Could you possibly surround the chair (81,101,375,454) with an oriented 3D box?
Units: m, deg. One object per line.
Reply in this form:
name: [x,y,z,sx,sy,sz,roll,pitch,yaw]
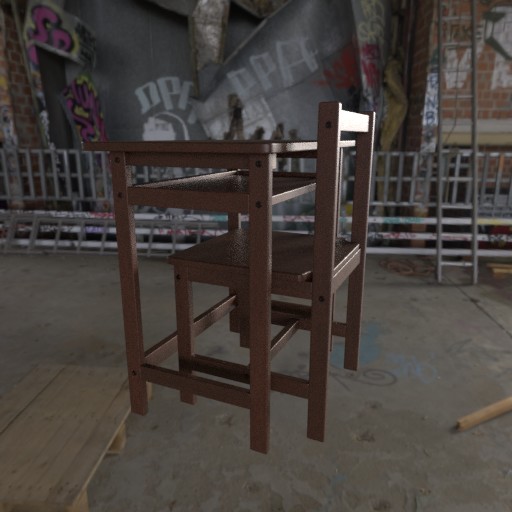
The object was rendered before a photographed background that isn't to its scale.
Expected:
chair: [0.000,0.000,1.073,0.463,0.673,0.599,7,16,24]
